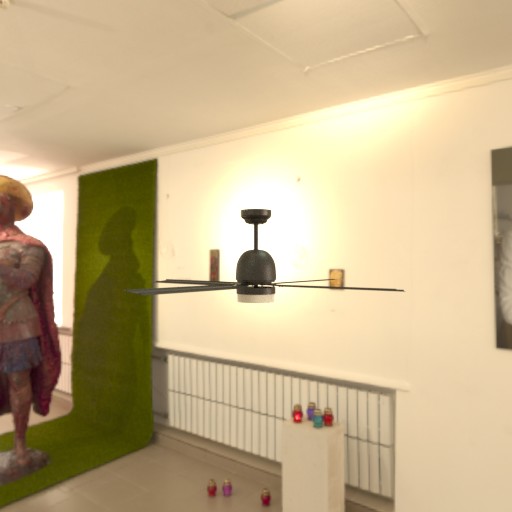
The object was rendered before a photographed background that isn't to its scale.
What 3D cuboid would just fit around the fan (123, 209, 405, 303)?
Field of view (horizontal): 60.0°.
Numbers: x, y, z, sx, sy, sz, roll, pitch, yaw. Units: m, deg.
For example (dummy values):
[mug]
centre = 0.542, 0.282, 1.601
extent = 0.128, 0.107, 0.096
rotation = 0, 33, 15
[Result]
[fan]
centre = 0.000, 0.000, 1.995
extent = 1.319, 0.410, 1.319
rotation = -1, -1, 37
